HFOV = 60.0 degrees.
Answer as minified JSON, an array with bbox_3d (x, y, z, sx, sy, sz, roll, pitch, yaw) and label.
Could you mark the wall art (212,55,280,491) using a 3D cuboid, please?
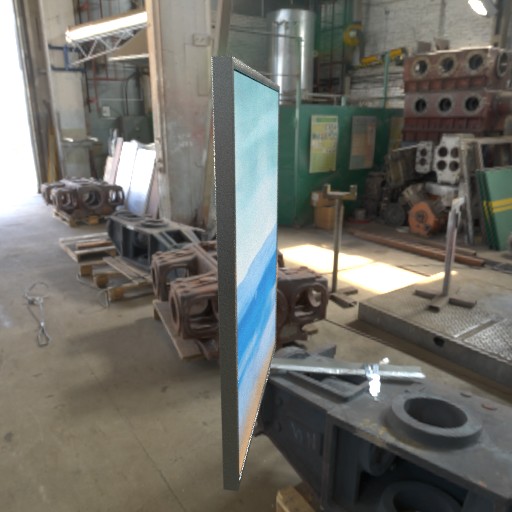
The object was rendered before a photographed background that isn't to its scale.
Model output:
[{"bbox_3d":[0.000,0.000,1.403,0.041,1.062,0.803,3,17,9],"label":"wall art"}]
